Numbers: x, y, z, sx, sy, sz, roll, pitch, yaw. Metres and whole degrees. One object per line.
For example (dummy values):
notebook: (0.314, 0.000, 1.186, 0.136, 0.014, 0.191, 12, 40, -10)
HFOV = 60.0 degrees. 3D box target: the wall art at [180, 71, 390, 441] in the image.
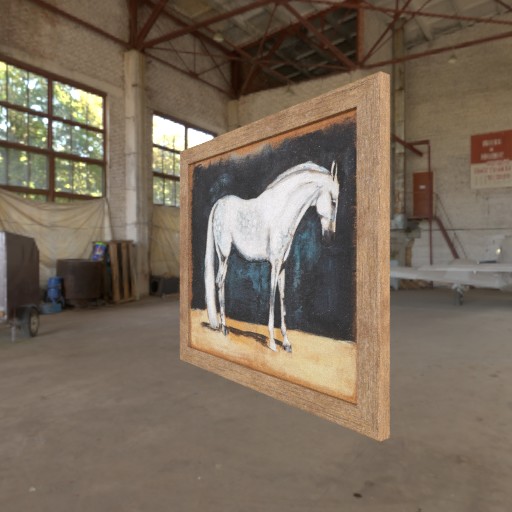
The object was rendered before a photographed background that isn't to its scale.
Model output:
wall art: (0.000, 0.000, 0.986, 0.026, 0.588, 0.690, 0, 0, -37)
